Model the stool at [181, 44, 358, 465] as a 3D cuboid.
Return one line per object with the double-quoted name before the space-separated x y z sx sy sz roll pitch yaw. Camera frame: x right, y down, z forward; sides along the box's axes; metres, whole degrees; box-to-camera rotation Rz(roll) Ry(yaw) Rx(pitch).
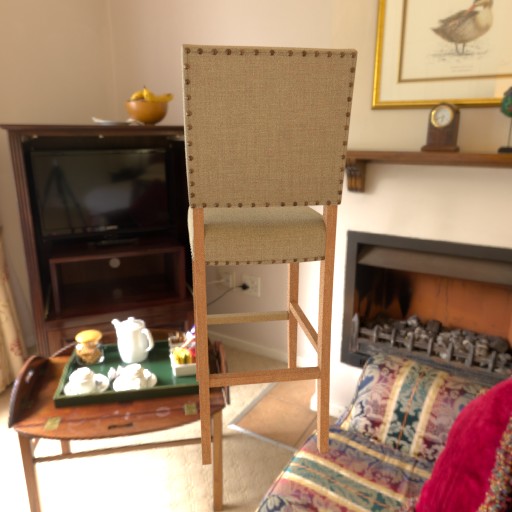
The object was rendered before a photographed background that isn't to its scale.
"stool" 0.000 0.000 1.488 0.445 1.203 0.585 -2 15 -8
